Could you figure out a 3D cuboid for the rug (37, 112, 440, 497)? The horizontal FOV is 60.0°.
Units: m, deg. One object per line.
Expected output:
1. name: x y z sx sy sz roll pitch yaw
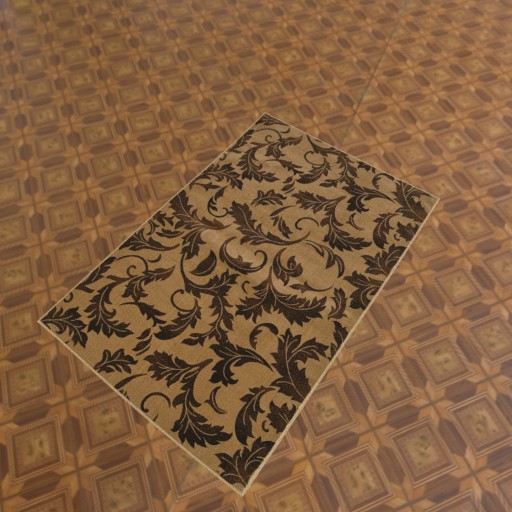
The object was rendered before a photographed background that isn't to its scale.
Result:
1. rug: 0.000 0.000 2.835 1.522 0.008 2.284 32 63 19
